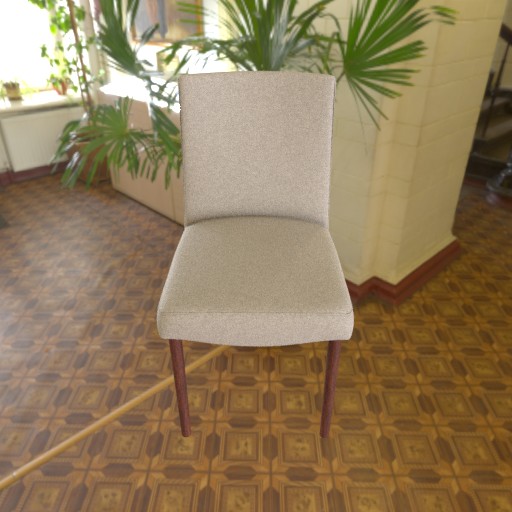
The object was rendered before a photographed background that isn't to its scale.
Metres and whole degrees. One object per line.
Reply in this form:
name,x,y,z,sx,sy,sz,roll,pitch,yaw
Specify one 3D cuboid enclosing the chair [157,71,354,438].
chair,0.000,0.000,1.197,0.456,0.859,0.570,0,30,0
